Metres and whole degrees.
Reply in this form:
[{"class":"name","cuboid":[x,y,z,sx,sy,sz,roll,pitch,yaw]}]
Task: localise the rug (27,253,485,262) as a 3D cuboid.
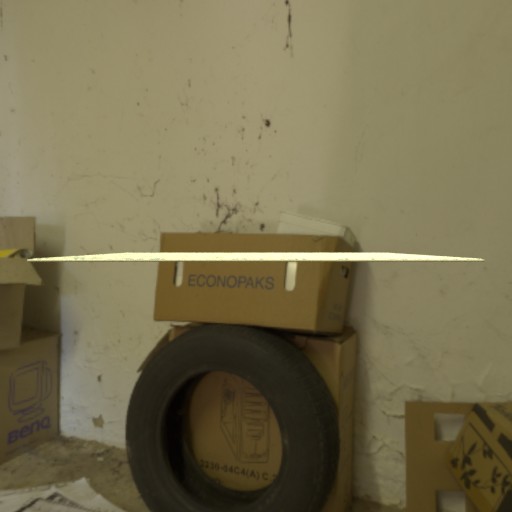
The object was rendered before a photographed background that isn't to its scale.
[{"class":"rug","cuboid":[0.000,0.000,2.918,2.197,0.014,1.586,0,1,0]}]
